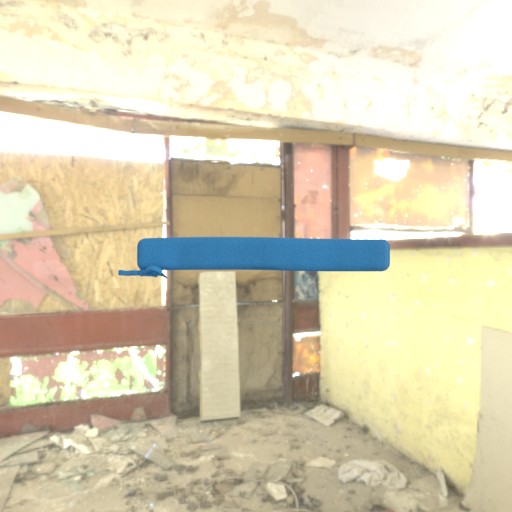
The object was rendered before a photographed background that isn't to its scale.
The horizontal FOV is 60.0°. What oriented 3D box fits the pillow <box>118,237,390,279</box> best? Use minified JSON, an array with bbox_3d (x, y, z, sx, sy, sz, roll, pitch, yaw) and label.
[{"bbox_3d":[0.000,0.000,1.355,0.492,0.081,1.187,0,0,0],"label":"pillow"}]
